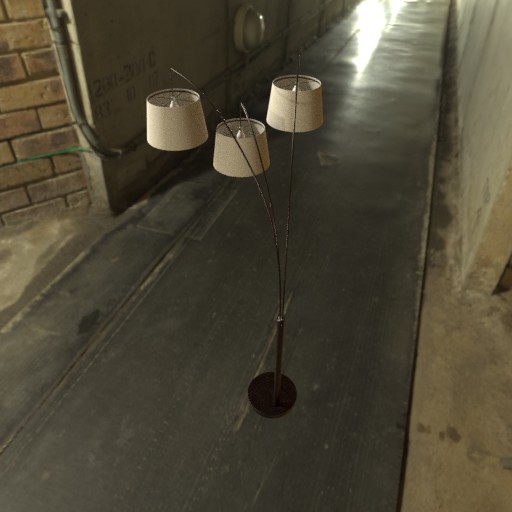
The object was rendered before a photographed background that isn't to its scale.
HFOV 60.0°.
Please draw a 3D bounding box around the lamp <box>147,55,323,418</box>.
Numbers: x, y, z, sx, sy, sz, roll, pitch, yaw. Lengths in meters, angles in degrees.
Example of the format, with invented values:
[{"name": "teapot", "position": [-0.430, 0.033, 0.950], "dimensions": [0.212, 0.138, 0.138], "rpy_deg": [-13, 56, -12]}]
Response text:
[{"name": "lamp", "position": [0.000, 0.000, 2.525], "dimensions": [0.951, 1.950, 0.924], "rpy_deg": [-12, 41, -14]}]
